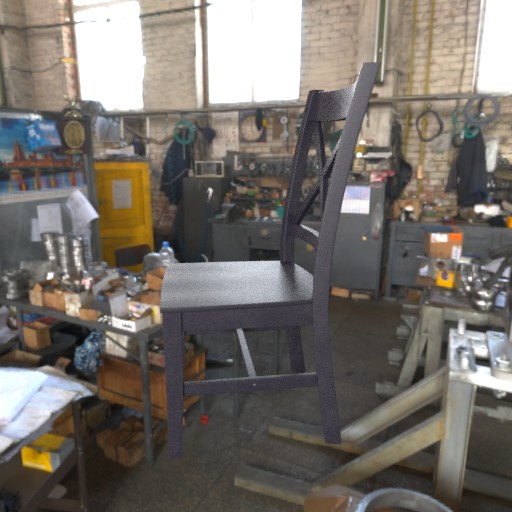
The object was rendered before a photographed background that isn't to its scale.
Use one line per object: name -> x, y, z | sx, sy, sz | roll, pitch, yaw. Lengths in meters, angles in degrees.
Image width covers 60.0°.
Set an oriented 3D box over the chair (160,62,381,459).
chair -> 0.000, 0.000, 1.298 | 0.542, 0.983, 0.485 | -2, 13, -8
